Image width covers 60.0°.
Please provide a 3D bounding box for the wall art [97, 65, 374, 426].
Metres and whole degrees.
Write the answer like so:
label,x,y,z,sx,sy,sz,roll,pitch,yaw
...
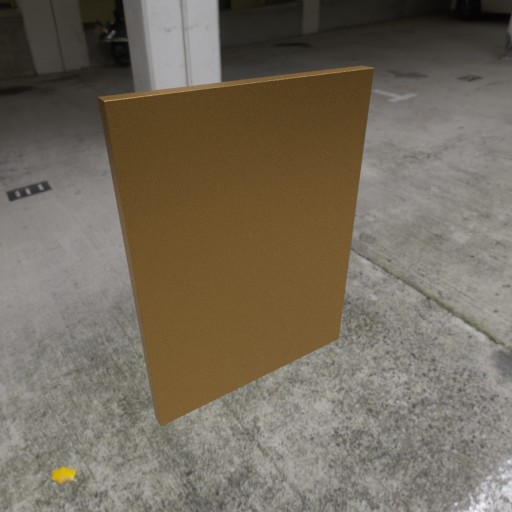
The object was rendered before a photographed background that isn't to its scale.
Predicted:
label,x,y,z,sx,sy,sz,roll,pitch,yaw
wall art,0.000,0.000,1.084,0.610,0.812,0.038,-19,36,-28
